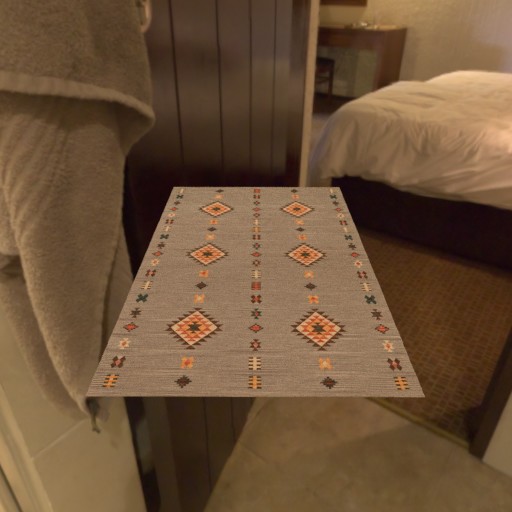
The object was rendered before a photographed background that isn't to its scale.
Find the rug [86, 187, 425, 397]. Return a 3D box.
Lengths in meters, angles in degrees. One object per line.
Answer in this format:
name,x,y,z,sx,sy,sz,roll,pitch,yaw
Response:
rug,0.000,0.000,3.016,1.515,0.007,2.427,0,31,0
